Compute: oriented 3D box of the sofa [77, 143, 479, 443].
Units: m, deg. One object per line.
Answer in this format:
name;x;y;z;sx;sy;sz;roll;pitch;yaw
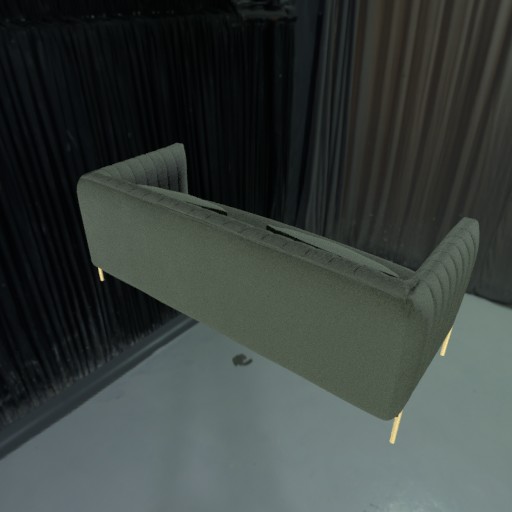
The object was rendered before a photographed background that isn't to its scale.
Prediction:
sofa;0.000;0.000;2.556;2.137;0.793;0.896;22;37;31
